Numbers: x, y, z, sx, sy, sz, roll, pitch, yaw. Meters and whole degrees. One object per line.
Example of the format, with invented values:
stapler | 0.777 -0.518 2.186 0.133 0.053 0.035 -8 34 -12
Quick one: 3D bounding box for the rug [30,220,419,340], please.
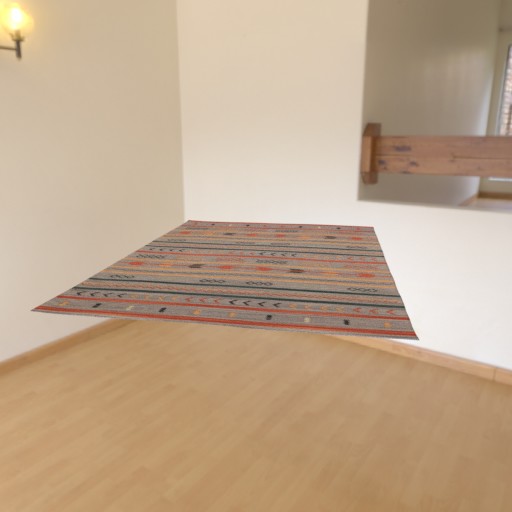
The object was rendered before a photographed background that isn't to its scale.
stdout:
rug | 0.000 0.000 3.933 2.263 0.022 3.029 3 15 10
